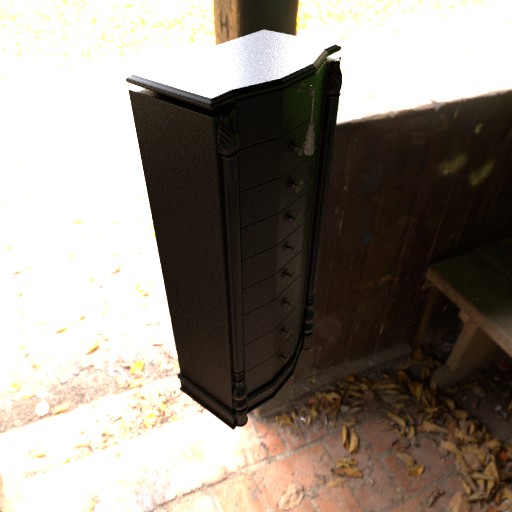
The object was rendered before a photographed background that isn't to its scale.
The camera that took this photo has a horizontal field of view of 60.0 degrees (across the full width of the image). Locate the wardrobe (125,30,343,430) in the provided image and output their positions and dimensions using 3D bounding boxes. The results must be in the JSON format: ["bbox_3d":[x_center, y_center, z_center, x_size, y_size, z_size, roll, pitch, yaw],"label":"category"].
[{"bbox_3d":[0.000,0.000,1.203,0.295,1.011,0.444,27,47,28],"label":"wardrobe"}]
